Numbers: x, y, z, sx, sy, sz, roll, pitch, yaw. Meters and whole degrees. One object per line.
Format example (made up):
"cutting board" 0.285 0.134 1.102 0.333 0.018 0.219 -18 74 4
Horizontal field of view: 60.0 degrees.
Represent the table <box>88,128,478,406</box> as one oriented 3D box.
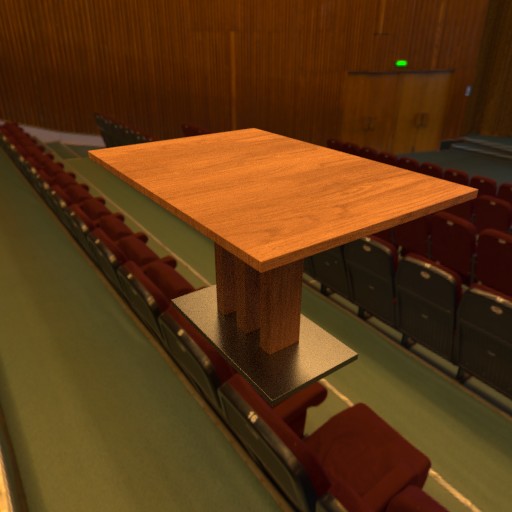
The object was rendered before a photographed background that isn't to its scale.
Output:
"table" 0.000 0.000 1.894 0.900 0.770 1.300 -18 32 -31
